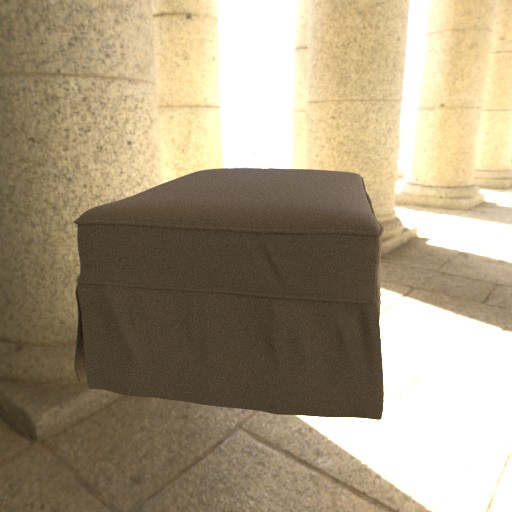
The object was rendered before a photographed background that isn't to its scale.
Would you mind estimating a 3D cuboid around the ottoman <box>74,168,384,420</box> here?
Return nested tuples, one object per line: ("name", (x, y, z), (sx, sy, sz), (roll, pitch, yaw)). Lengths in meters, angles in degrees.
("ottoman", (0.000, 0.000, 1.344), (0.721, 0.482, 0.959), (3, 17, 10))
